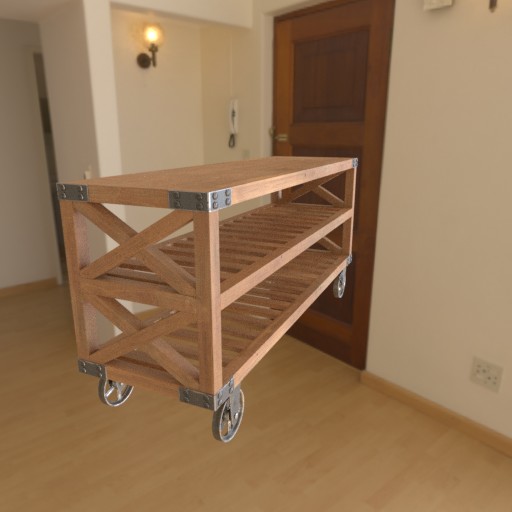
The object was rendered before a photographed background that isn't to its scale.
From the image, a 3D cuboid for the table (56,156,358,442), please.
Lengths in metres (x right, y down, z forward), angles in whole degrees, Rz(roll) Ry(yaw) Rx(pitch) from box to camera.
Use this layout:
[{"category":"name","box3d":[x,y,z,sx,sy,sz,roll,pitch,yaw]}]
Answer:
[{"category":"table","box3d":[0.000,0.000,1.789,0.467,0.711,1.487,7,17,24]}]
